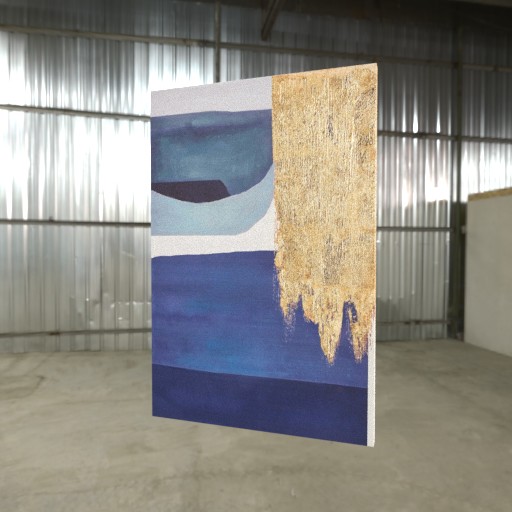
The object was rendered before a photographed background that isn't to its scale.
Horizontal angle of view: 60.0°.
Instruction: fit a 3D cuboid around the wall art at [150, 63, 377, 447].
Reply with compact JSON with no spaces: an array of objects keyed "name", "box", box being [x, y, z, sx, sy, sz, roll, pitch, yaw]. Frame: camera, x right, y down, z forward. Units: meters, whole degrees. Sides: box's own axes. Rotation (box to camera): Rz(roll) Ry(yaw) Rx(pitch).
[{"name":"wall art","box":[0.000,0.000,1.164,0.607,0.911,0.039,1,2,18]}]
